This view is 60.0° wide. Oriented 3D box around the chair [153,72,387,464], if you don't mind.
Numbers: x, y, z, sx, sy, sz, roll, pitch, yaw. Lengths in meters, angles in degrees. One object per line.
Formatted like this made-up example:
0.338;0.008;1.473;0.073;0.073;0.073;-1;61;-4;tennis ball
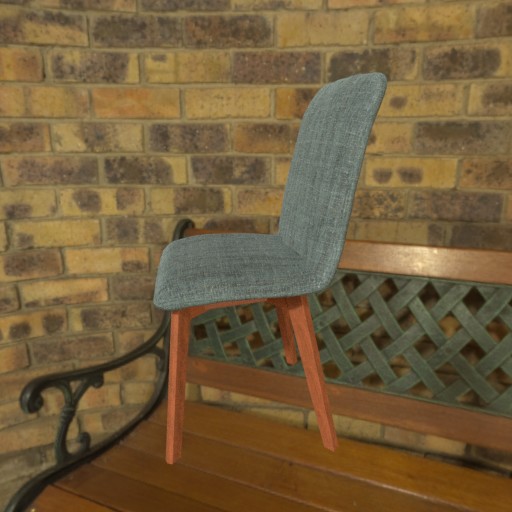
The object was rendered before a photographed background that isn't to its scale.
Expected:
0.000;0.000;1.293;0.563;0.974;0.522;-2;15;-8;chair
